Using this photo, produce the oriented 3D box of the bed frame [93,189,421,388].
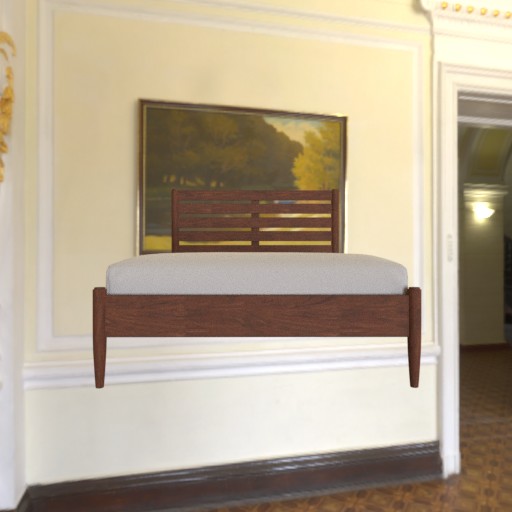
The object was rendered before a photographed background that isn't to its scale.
[{"bbox_3d":[0.000,0.000,3.309,1.655,1.321,2.234,0,0,0],"label":"bed frame"}]
